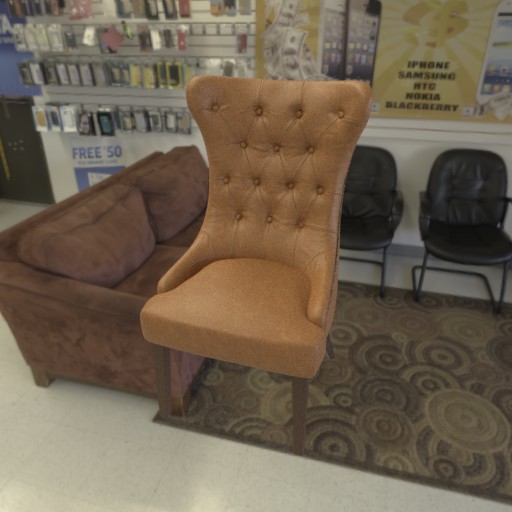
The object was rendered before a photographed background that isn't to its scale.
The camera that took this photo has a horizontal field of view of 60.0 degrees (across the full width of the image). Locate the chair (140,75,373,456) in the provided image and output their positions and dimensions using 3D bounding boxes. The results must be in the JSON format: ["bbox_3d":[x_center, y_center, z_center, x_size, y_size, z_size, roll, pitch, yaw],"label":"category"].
[{"bbox_3d":[0.000,0.000,1.476,0.611,1.065,0.669,9,29,17],"label":"chair"}]
